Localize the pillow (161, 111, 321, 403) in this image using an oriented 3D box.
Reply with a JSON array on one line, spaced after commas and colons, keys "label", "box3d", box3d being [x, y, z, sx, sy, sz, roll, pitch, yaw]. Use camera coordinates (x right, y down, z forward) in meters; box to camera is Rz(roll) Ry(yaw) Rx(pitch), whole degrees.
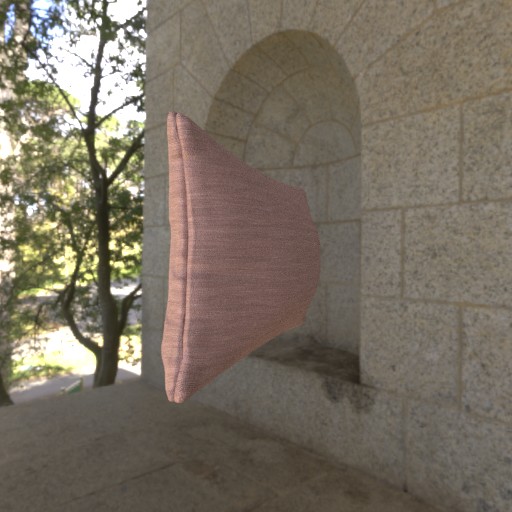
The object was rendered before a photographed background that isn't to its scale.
[{"label": "pillow", "box3d": [0.000, 0.000, 0.806, 0.210, 0.338, 0.633, 0, 0, 19]}]
